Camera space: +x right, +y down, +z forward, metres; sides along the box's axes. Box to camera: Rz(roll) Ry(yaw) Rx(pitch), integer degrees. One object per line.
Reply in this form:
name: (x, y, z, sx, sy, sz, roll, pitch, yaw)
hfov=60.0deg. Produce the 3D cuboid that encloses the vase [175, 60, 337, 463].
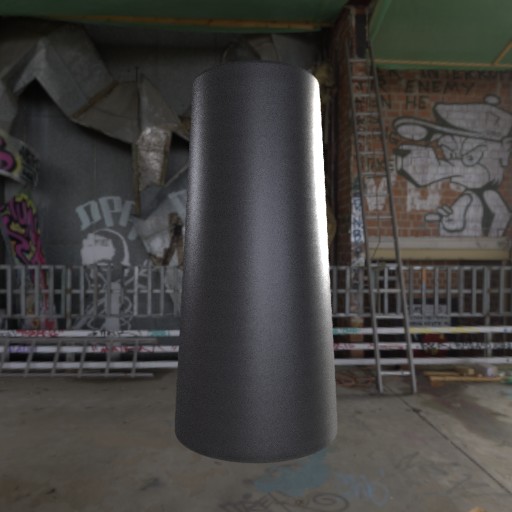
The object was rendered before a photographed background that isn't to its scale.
vase: (0.000, 0.000, 0.377, 0.136, 0.289, 0.136, 0, 1, 17)
